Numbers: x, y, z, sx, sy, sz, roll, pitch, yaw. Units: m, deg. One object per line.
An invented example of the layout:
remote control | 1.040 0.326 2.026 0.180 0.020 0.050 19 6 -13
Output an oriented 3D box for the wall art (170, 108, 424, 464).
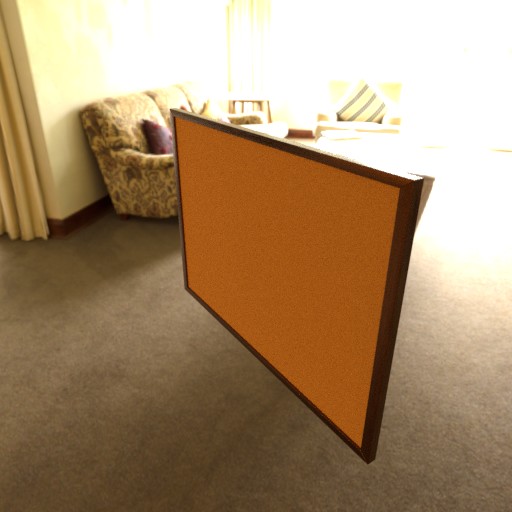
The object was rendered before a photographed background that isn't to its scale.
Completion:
wall art | 0.000 0.000 0.555 0.012 0.304 0.431 -17 31 -30
